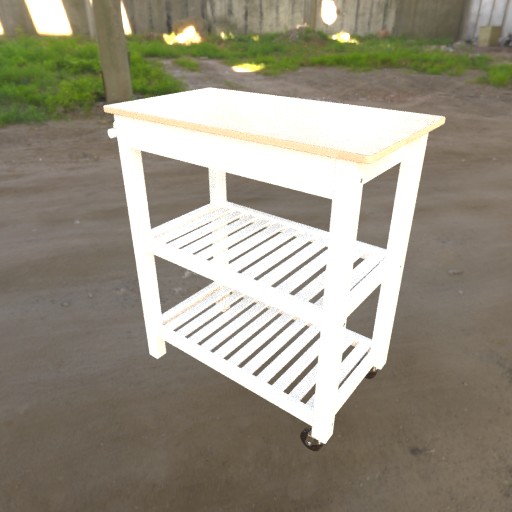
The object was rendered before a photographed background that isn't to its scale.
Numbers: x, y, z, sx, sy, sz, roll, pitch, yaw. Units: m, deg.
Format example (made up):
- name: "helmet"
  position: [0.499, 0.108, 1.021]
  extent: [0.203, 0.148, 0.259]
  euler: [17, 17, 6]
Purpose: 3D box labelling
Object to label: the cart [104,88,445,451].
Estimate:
- name: "cart"
  position: [0.000, 0.000, 1.455]
  extent: [0.899, 0.927, 0.457]
  euler: [20, 35, 32]
